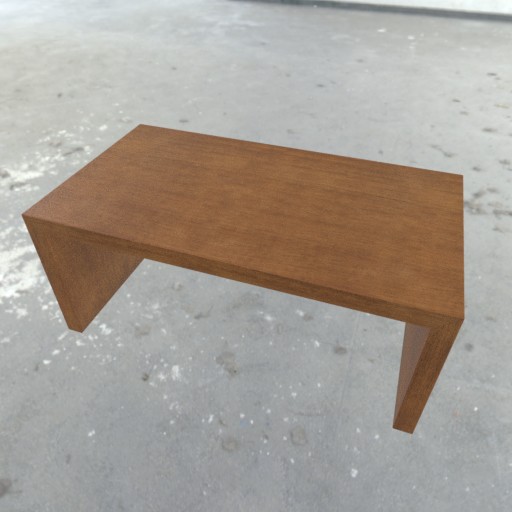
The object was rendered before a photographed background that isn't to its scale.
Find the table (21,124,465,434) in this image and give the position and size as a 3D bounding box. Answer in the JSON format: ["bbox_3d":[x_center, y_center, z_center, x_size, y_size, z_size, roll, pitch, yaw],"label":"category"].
[{"bbox_3d":[0.000,0.000,1.266,1.000,0.419,0.549,13,42,15],"label":"table"}]
